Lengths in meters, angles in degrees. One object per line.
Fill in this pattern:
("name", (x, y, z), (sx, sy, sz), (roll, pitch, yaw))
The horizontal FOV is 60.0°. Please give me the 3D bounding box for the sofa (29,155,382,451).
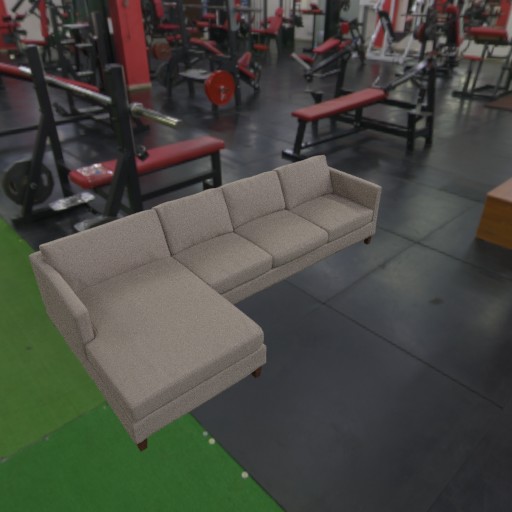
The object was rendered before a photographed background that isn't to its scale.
("sofa", (0.000, 0.000, 3.840), (3.186, 0.846, 1.625), (-24, 39, -33))
